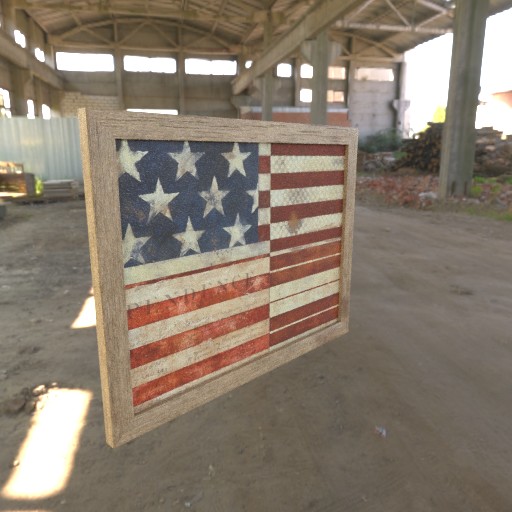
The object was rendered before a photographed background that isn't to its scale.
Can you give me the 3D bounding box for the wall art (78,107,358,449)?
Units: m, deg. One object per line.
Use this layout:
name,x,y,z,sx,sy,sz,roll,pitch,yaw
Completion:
wall art,0.000,0.000,0.915,0.026,0.535,0.690,13,18,43
